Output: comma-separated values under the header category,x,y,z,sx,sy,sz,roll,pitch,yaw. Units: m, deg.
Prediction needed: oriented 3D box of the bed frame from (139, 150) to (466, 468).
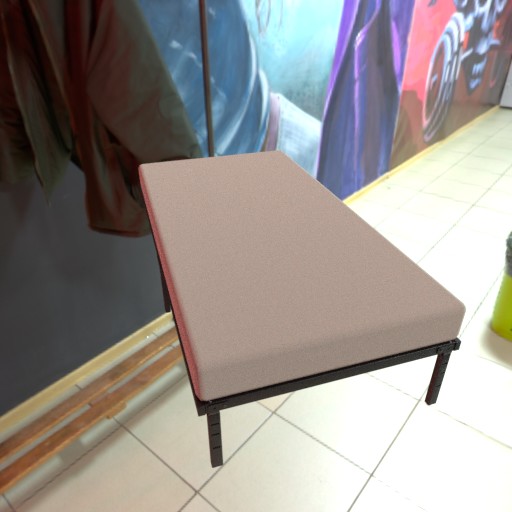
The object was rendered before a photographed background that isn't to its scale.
category,x,y,z,sx,sy,sz,roll,pitch,yaw
bed frame,0.000,0.000,3.225,1.393,0.680,2.635,-9,32,-15
